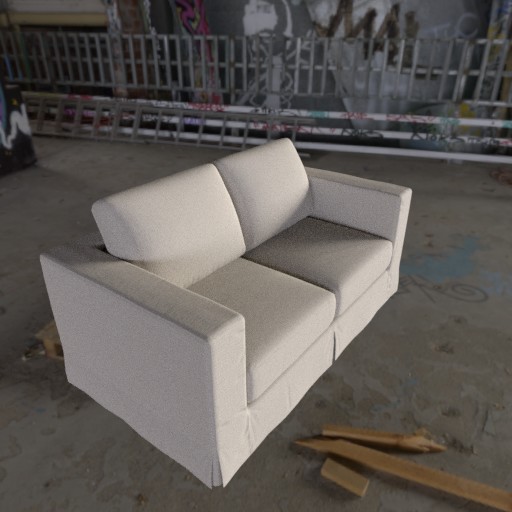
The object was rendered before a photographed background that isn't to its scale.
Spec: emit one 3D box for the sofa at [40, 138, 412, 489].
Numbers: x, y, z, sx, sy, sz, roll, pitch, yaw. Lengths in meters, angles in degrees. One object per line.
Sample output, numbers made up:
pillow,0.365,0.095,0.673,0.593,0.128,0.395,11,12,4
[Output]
sofa,0.000,0.000,2.349,1.009,0.932,1.813,19,34,32
